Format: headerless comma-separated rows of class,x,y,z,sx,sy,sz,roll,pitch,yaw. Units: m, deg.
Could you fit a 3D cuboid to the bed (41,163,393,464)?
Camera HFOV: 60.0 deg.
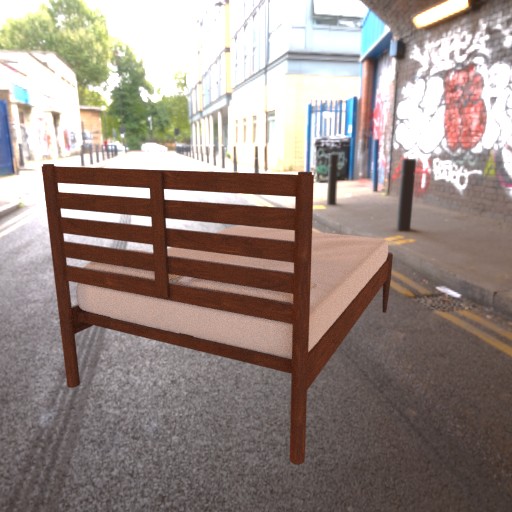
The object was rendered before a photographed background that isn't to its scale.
bed,0.000,0.000,3.067,1.509,1.304,2.093,7,16,26
